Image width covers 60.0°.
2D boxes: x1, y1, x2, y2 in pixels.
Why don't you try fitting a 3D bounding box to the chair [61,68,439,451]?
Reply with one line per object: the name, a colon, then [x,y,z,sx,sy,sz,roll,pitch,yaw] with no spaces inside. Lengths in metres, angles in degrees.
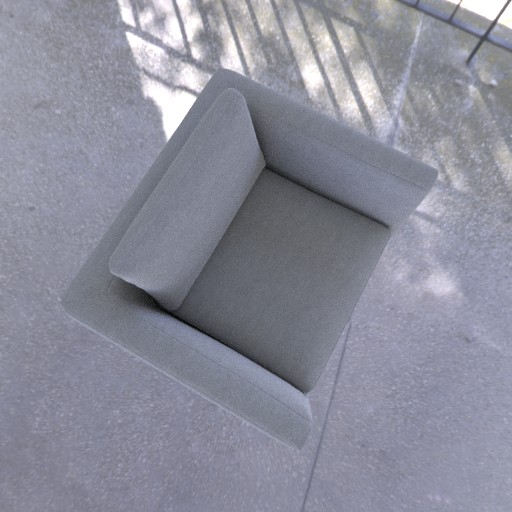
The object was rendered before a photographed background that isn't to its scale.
chair: [0.000,0.000,1.697,0.889,0.864,1.041,28,77,7]
